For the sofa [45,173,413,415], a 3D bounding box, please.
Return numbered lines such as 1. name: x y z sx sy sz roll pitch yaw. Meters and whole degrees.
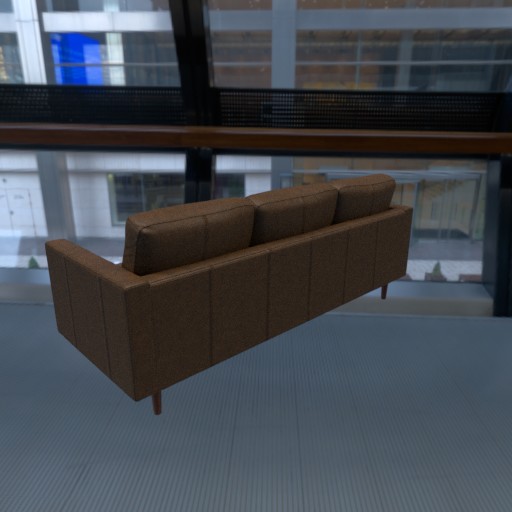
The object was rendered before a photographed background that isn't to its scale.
1. sofa: 0.000 0.000 2.796 2.231 0.930 0.903 -16 24 -41
